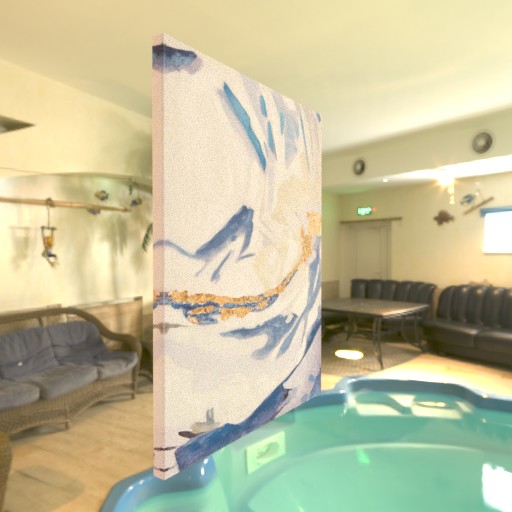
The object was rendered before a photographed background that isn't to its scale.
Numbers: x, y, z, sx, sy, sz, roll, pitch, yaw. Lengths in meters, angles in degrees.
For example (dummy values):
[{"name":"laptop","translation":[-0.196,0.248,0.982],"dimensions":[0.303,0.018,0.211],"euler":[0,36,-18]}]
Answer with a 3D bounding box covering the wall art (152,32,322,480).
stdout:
[{"name":"wall art","translation":[0.000,0.000,1.319],"dimensions":[0.038,1.015,0.761],"euler":[1,1,36]}]
